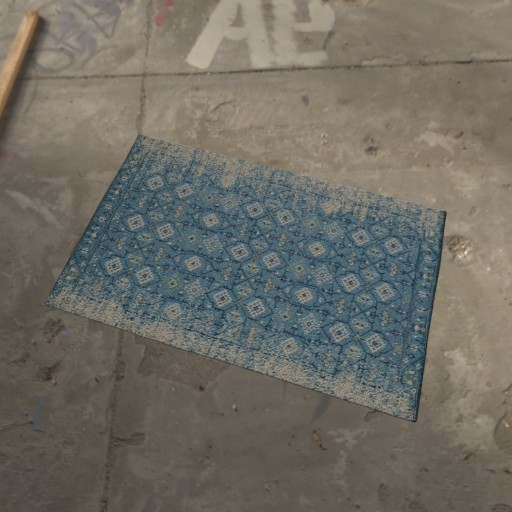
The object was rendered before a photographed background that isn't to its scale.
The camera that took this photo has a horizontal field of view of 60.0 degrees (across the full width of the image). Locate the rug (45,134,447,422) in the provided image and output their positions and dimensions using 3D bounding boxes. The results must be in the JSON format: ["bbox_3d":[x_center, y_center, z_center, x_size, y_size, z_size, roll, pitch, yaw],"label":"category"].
[{"bbox_3d":[0.000,0.000,3.065,2.449,0.015,1.530,16,65,8],"label":"rug"}]
